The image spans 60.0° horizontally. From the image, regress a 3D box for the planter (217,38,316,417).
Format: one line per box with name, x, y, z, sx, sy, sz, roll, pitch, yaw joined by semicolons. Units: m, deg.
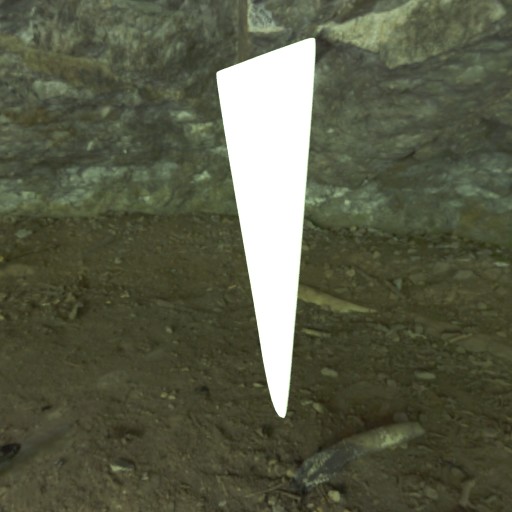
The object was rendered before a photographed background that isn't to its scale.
planter;0.000;0.000;0.404;0.065;0.338;0.143;-2;14;-8
